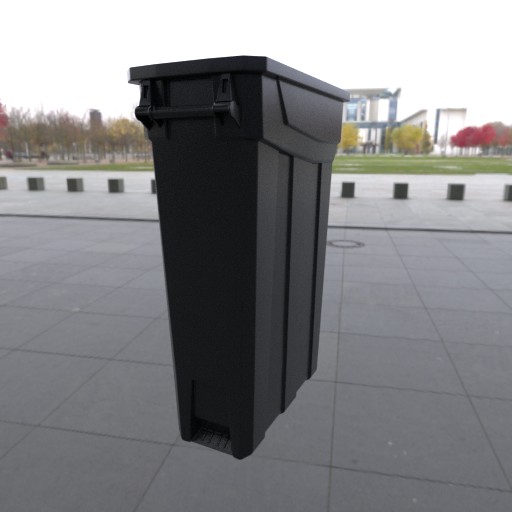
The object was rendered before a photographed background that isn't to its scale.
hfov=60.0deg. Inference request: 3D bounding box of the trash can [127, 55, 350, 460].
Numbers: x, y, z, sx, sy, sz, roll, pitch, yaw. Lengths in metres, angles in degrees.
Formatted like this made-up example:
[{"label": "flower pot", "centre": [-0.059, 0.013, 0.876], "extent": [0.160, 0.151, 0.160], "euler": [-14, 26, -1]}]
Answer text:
[{"label": "trash can", "centre": [0.000, 0.000, 1.038], "extent": [0.281, 0.762, 0.559], "euler": [7, 15, 26]}]
